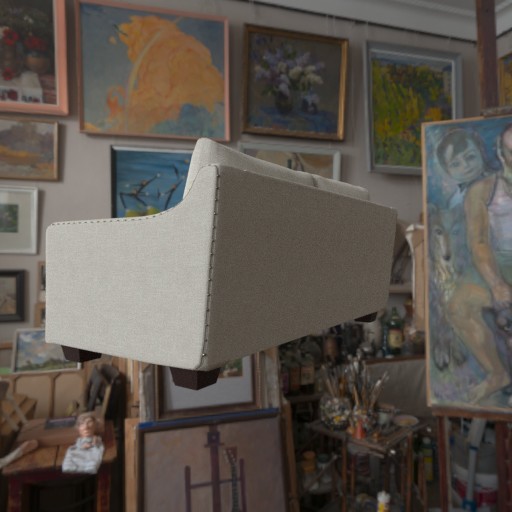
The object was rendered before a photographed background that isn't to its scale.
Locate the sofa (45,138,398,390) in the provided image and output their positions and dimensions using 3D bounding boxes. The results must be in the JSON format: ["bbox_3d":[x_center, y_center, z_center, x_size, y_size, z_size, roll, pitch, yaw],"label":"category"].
[{"bbox_3d":[0.000,0.000,2.702,1.104,0.983,2.107,1,1,34],"label":"sofa"}]
